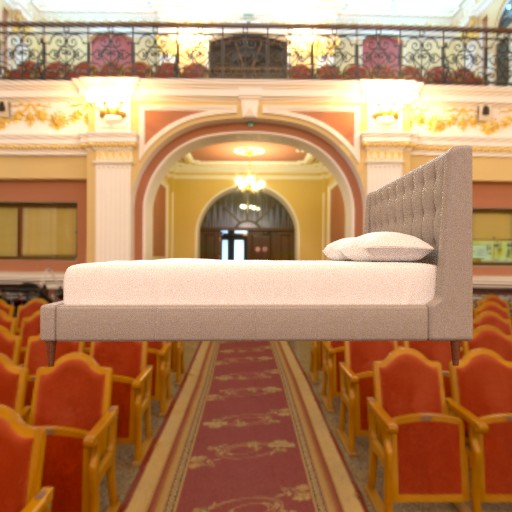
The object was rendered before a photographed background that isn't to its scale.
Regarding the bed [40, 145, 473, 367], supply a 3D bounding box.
[{"bbox_3d":[0.000,0.000,3.091,2.232,1.147,1.656,0,0,-1],"label":"bed"}]
